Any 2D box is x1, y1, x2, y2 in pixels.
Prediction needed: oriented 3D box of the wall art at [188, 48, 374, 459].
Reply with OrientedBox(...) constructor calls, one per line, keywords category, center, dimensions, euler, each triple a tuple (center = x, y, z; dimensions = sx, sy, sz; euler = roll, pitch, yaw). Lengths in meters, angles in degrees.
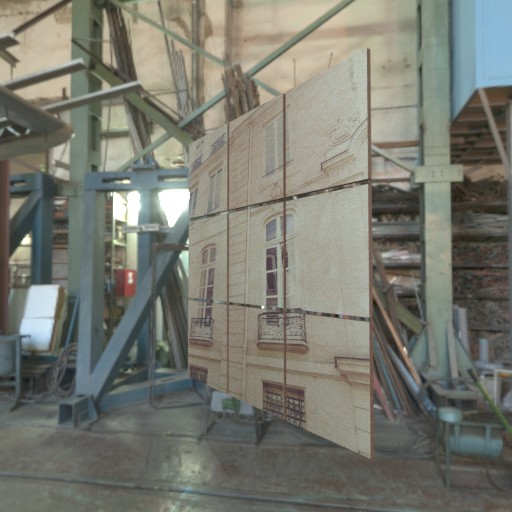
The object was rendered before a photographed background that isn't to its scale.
OrientedBox(category="wall art", center=(0.000, 0.000, 1.823), dimensions=(0.024, 1.218, 1.221), euler=(1, -2, -34))
